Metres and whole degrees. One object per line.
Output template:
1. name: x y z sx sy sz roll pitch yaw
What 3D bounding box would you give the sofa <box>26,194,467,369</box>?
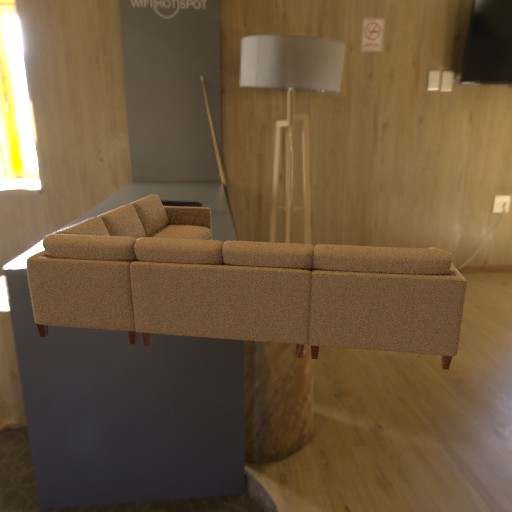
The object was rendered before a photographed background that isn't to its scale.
1. sofa: 0.000 0.000 4.556 3.403 0.889 2.551 3 17 9
